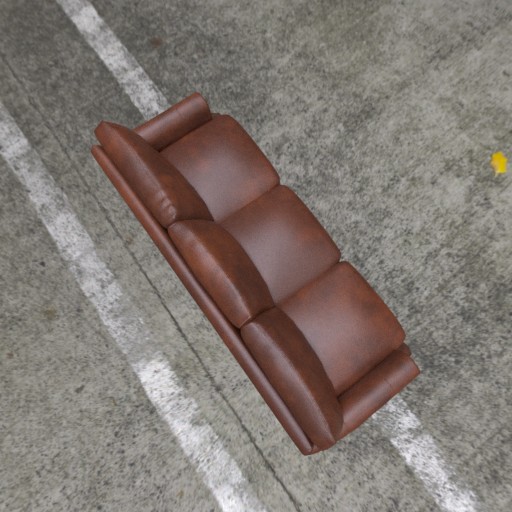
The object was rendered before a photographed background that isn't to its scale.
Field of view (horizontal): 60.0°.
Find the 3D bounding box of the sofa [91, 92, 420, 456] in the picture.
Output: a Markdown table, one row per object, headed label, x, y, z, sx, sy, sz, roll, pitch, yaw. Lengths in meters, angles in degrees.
| label | x | y | z | sx | sy | sz | roll | pitch | yaw |
| --- | --- | --- | --- | --- | --- | --- | --- | --- | --- |
| sofa | 0.000 | 0.000 | 2.871 | 0.973 | 0.977 | 2.351 | -35 | 78 | -8 |
